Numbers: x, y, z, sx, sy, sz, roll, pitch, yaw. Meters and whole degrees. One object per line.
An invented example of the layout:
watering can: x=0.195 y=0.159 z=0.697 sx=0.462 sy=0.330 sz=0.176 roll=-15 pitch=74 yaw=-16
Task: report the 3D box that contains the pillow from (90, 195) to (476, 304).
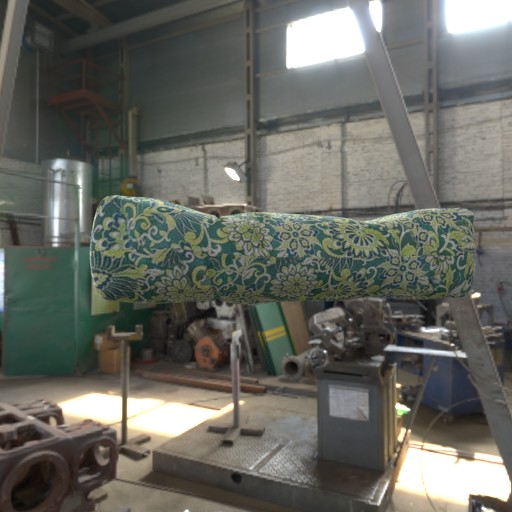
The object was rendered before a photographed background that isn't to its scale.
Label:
pillow: x=0.000 y=0.000 z=0.720 sx=0.490 sy=0.128 sz=0.468 roll=0 pitch=-1 yaw=-17
